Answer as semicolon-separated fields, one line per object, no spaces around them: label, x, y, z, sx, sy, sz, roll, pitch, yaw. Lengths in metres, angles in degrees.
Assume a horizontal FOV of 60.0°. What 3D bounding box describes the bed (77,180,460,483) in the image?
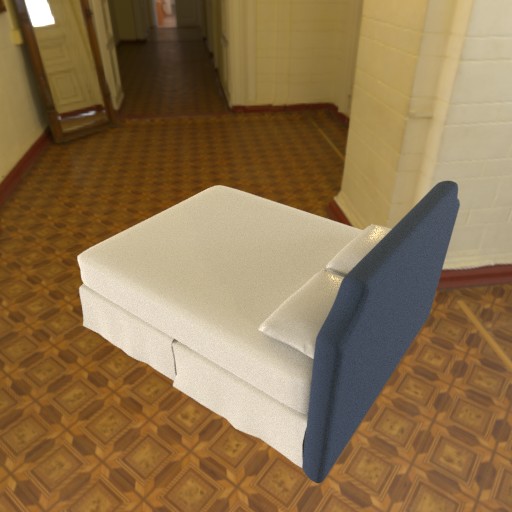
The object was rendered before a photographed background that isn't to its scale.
bed;0.000;0.000;3.303;2.260;1.297;1.831;22;39;30
